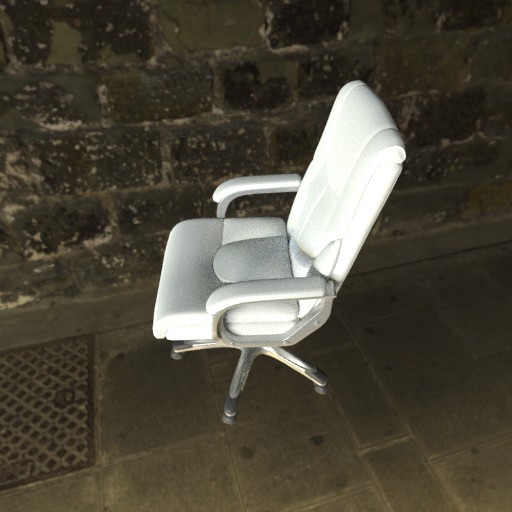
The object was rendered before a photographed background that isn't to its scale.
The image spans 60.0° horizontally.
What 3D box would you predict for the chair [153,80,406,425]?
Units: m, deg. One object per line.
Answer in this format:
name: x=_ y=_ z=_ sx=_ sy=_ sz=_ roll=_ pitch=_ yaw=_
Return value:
chair: x=0.000 y=0.000 z=1.590 sx=0.738 sy=1.120 sz=0.687 roll=-1 pitch=40 yaw=-2
